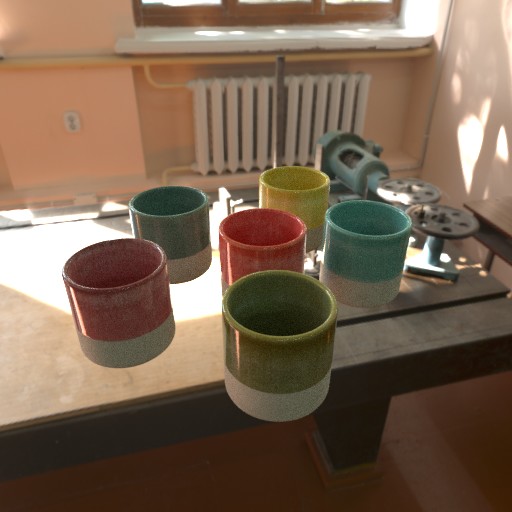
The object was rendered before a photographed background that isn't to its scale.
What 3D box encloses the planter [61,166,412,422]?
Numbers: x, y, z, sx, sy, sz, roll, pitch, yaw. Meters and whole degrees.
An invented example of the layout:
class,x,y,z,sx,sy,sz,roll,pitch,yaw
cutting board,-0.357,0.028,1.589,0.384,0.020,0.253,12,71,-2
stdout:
class,x,y,z,sx,sy,sz,roll,pitch,yaw
planter,0.000,0.000,0.405,0.257,0.075,0.286,11,33,17
